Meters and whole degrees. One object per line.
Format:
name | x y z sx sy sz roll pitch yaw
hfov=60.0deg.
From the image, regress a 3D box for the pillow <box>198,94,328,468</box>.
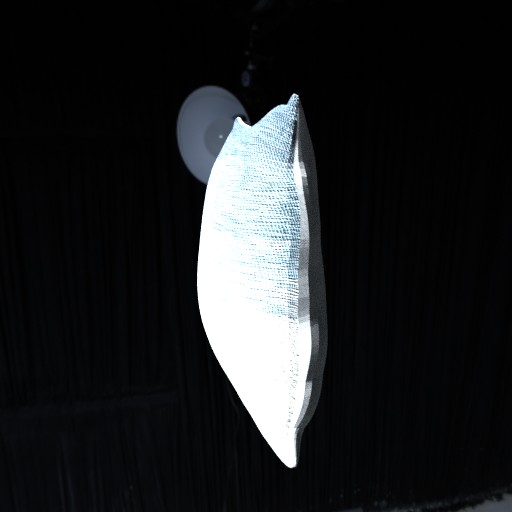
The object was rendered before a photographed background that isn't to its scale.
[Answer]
pillow | 0.000 0.000 0.689 0.182 0.441 0.440 -2 14 -10
